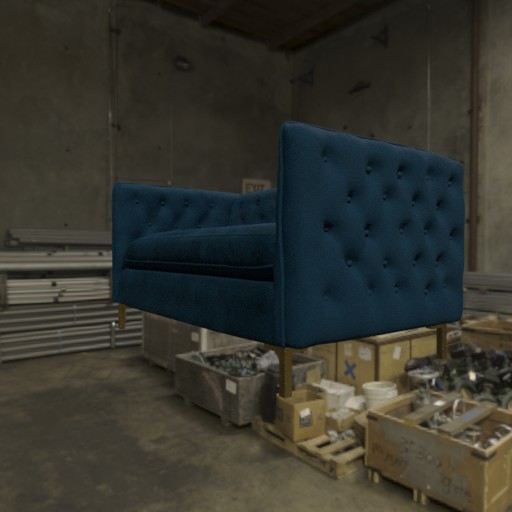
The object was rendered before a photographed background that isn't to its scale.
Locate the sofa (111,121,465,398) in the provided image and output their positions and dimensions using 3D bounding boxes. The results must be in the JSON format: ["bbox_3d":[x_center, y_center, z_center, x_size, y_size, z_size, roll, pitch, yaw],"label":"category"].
[{"bbox_3d":[0.000,0.000,2.093,0.909,0.810,1.583,-1,1,-36],"label":"sofa"}]
